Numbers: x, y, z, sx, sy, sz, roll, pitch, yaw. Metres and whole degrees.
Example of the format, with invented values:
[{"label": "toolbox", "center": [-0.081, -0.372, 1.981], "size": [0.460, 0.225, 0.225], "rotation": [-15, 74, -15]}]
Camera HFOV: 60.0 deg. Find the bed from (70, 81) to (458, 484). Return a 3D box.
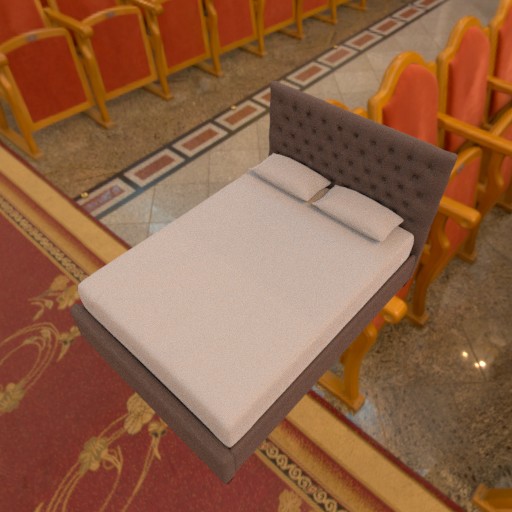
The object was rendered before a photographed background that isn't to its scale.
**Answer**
[{"label": "bed", "center": [0.000, 0.000, 3.368], "size": [1.698, 1.427, 2.387], "rotation": [34, 55, 28]}]
